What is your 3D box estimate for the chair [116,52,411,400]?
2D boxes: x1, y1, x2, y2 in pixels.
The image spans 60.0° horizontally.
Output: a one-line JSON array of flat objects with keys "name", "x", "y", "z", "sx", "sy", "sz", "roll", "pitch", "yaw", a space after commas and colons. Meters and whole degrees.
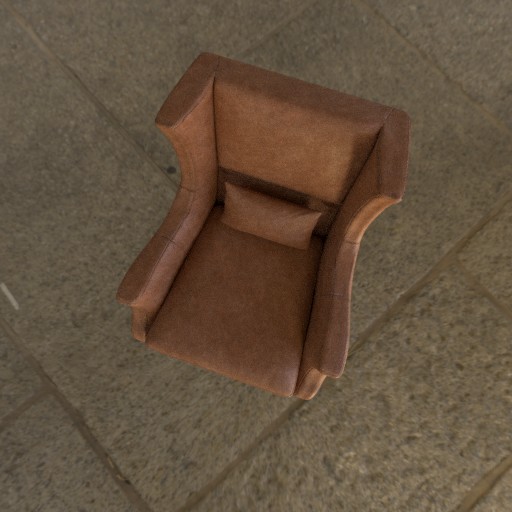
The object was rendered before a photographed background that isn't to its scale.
[{"name": "chair", "x": 0.000, "y": 0.000, "z": 1.712, "sx": 0.853, "sy": 1.016, "sz": 0.926, "roll": 19, "pitch": 77, "yaw": 4}]
